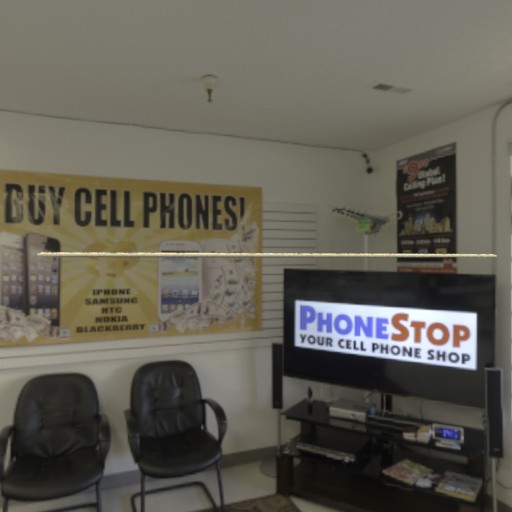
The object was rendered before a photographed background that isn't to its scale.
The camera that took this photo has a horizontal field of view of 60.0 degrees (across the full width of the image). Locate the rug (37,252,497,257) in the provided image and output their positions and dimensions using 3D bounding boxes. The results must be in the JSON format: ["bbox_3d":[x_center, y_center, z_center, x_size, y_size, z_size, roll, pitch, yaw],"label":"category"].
[{"bbox_3d":[0.000,0.000,3.336,2.746,0.018,1.819,0,0,-19],"label":"rug"}]
